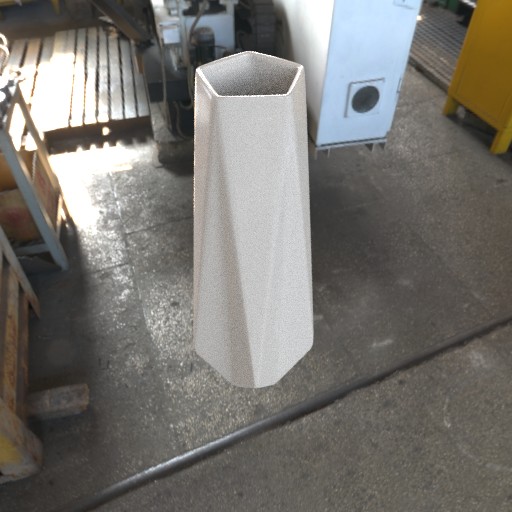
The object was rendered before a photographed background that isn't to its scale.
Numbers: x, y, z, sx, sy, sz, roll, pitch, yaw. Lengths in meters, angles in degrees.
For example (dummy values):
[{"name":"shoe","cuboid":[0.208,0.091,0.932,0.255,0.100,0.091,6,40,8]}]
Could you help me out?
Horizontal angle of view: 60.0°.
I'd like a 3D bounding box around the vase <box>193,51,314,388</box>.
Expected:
[{"name":"vase","cuboid":[0.000,0.000,0.391,0.122,0.329,0.116,25,51,22]}]
